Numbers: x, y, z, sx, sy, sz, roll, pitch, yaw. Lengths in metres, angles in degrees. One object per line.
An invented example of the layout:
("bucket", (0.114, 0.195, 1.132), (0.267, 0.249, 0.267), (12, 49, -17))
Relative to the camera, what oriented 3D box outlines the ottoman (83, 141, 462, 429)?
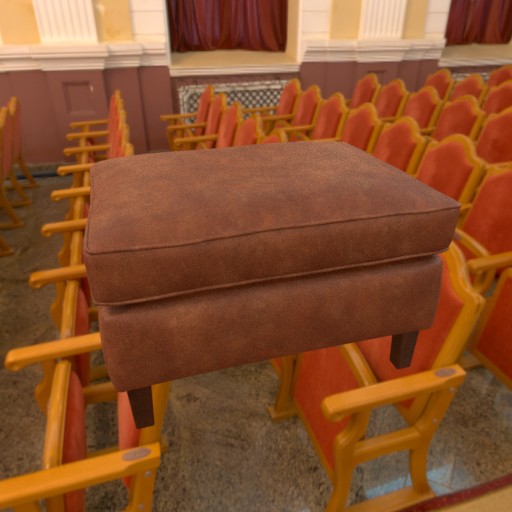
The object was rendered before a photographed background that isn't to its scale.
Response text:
("ottoman", (0.000, 0.000, 0.984), (0.665, 0.418, 0.501), (-8, 29, -15))
